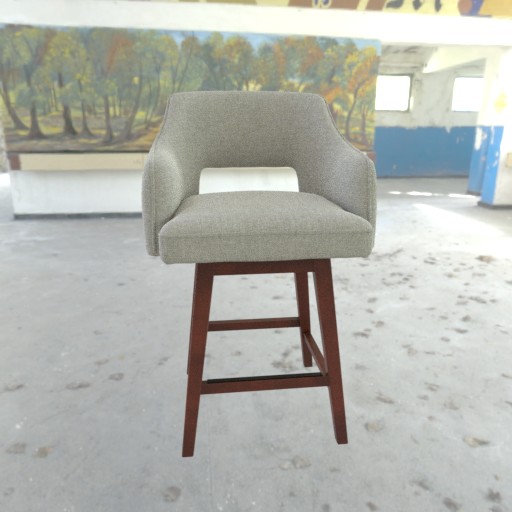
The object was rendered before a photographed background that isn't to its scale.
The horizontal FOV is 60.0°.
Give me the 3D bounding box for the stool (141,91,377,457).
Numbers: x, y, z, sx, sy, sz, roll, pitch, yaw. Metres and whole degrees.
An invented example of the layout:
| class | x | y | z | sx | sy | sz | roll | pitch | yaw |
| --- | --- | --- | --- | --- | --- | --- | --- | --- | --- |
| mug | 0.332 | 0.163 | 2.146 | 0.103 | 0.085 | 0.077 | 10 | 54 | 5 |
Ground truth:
| class | x | y | z | sx | sy | sz | roll | pitch | yaw |
| --- | --- | --- | --- | --- | --- | --- | --- | --- | --- |
| stool | 0.000 | 0.000 | 1.296 | 0.599 | 0.944 | 0.558 | -2 | 16 | -6 |
